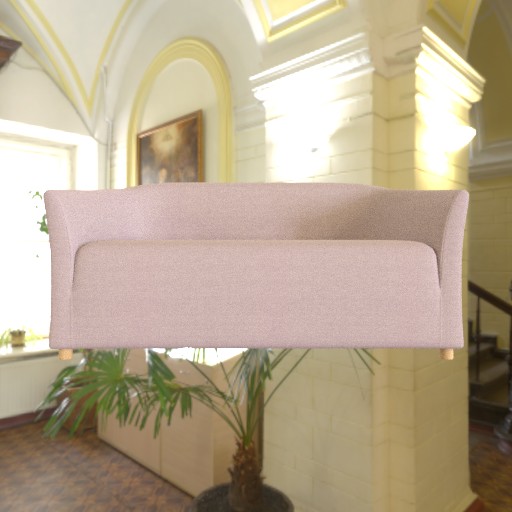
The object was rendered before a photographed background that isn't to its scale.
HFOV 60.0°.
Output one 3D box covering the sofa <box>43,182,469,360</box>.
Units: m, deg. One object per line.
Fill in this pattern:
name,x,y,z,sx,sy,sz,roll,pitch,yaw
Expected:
sofa,0.000,0.000,1.842,1.452,0.721,0.705,0,-1,0
